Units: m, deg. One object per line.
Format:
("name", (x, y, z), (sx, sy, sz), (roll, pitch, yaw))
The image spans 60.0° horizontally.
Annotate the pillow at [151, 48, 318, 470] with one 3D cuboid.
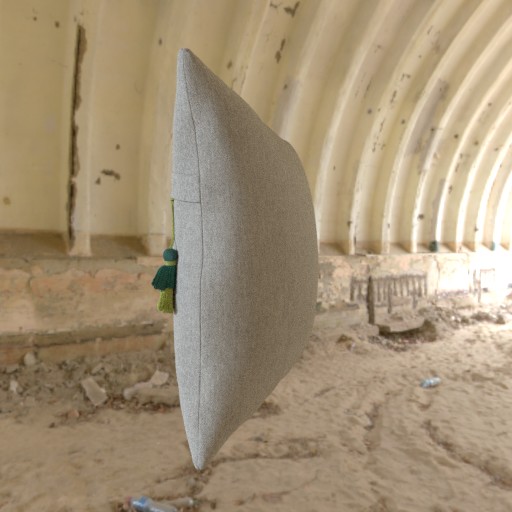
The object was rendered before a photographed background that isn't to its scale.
("pillow", (0.000, 0.000, 0.660), (0.173, 0.436, 0.433), (0, 1, 18))
